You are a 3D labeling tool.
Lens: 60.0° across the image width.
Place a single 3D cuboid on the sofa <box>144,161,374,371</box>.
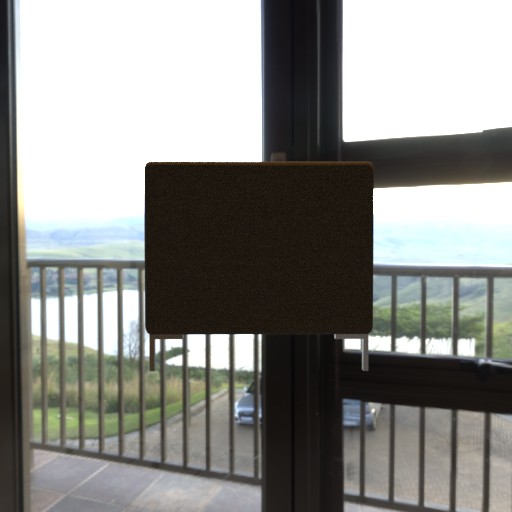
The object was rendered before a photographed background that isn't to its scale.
[{"bbox_3d":[0.000,0.000,2.292,0.686,0.635,1.981,0,1,-1],"label":"sofa"}]
